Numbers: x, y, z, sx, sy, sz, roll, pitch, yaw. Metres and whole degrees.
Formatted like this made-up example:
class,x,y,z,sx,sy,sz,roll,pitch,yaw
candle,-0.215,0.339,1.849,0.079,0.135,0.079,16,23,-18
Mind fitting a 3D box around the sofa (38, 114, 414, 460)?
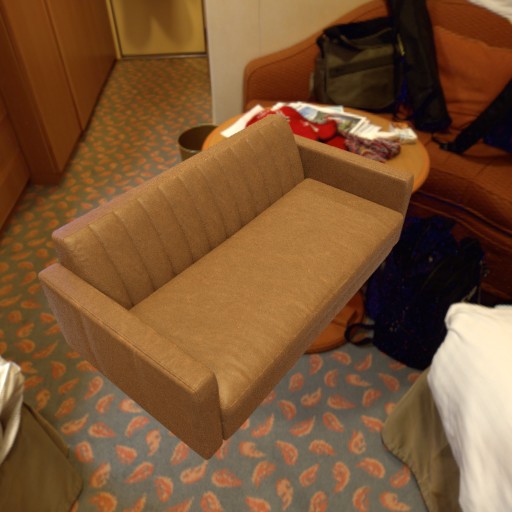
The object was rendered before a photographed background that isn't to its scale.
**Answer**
class,x,y,z,sx,sy,sz,roll,pitch,yaw
sofa,0.000,0.000,2.377,0.993,0.821,1.847,27,48,28
